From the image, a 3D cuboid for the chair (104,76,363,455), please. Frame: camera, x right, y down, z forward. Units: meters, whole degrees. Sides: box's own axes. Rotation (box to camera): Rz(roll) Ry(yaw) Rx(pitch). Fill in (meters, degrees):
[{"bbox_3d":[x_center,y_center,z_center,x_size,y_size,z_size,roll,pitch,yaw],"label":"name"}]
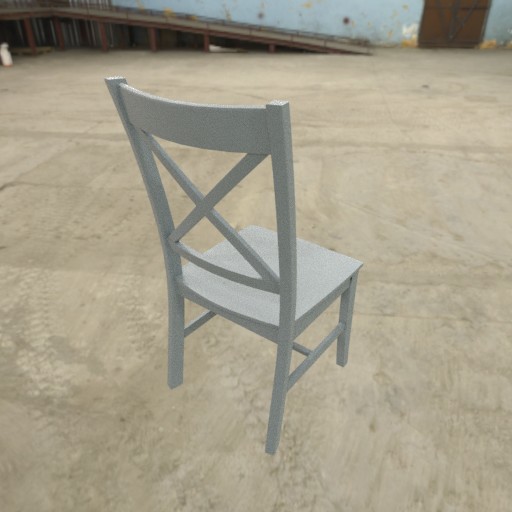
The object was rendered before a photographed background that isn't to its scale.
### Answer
[{"bbox_3d":[0.000,0.000,1.285,0.485,0.983,0.542,21,36,32],"label":"chair"}]
